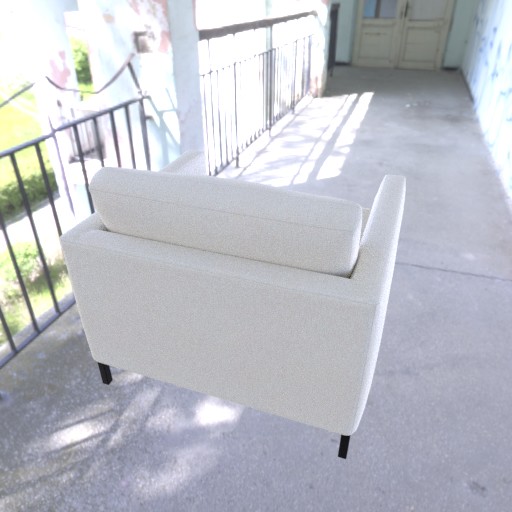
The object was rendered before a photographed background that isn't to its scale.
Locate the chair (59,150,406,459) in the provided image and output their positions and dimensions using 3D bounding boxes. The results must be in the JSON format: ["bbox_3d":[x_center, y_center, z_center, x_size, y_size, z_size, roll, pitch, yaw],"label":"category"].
[{"bbox_3d":[0.000,0.000,1.624,0.964,0.806,0.875,11,33,17],"label":"chair"}]
